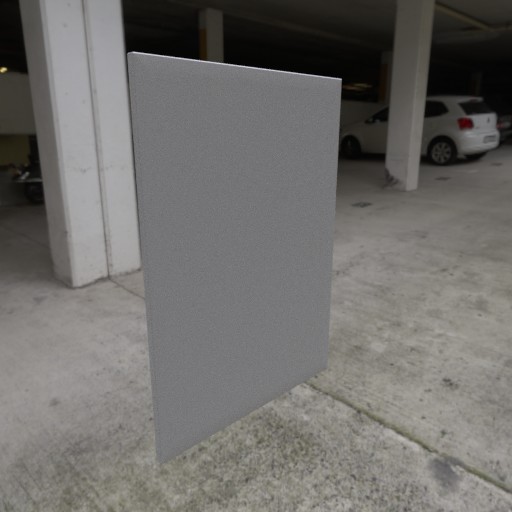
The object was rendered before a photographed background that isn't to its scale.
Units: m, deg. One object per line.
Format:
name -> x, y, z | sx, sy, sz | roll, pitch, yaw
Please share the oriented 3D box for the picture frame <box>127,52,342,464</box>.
picture frame -> 0.000, 0.000, 0.680 | 0.381, 0.534, 0.012 | -15, 21, -42
